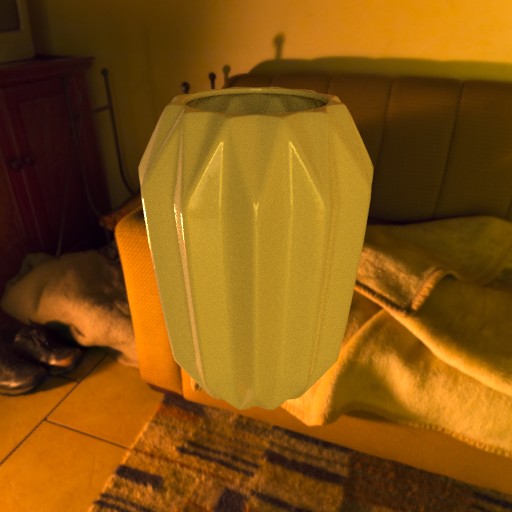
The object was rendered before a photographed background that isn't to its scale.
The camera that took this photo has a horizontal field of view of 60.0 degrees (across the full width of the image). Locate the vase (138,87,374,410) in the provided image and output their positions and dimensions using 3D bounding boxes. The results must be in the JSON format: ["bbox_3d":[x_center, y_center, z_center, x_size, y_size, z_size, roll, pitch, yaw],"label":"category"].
[{"bbox_3d":[0.000,0.000,0.406,0.195,0.275,0.195,0,29,0],"label":"vase"}]
